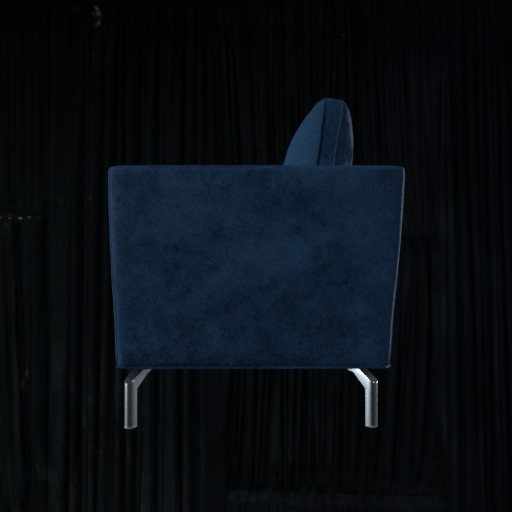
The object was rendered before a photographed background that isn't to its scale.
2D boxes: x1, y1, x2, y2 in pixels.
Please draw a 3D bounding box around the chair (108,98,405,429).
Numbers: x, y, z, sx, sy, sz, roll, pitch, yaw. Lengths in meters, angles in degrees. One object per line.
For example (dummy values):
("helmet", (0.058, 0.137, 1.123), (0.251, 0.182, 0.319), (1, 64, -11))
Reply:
("chair", (0.000, 0.000, 1.566), (0.746, 0.893, 0.977), (0, 0, 0))
